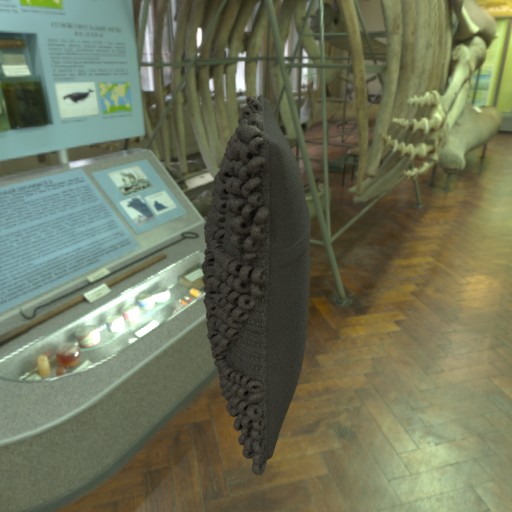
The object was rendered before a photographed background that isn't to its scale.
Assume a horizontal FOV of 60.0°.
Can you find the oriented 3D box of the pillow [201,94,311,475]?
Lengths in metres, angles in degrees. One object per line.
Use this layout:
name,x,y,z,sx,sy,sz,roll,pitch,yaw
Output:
pillow,0.000,0.000,0.727,0.172,0.467,0.470,0,24,0
